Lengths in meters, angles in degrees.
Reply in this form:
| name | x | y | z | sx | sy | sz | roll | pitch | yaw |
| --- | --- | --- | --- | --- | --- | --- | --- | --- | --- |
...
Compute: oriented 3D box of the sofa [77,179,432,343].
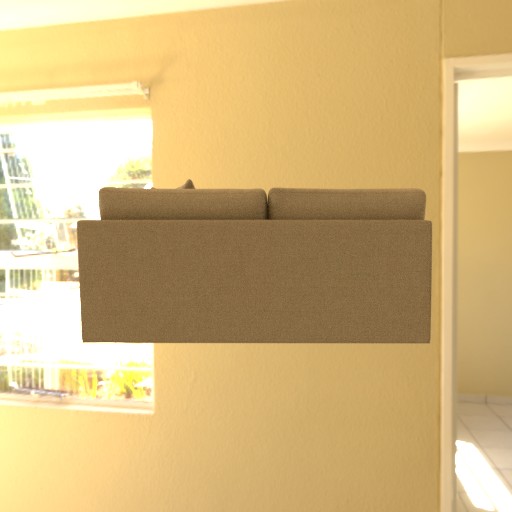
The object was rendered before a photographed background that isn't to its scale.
| name | x | y | z | sx | sy | sz | roll | pitch | yaw |
| --- | --- | --- | --- | --- | --- | --- | --- | --- | --- |
| sofa | 0.000 | 0.000 | 3.895 | 1.994 | 0.978 | 2.896 | 0 | 0 | 0 |
